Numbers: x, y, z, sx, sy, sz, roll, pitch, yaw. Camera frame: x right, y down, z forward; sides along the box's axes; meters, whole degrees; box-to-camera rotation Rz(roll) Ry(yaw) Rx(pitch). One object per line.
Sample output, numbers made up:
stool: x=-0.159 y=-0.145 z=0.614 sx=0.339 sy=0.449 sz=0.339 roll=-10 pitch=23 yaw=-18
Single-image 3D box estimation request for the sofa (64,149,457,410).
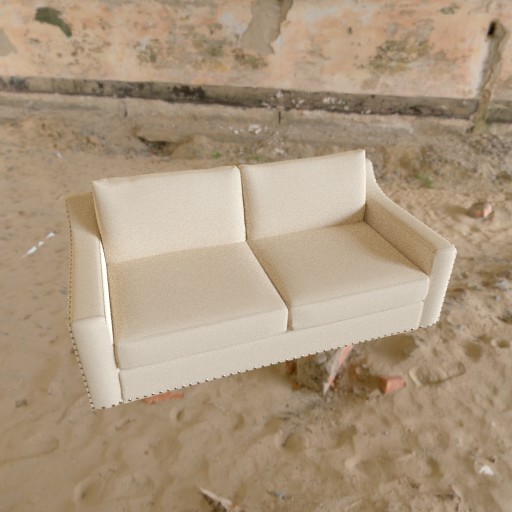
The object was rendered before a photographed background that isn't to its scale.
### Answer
sofa: x=0.000 y=0.000 z=2.341 sx=1.812 sy=0.830 sz=0.949 roll=-10 pitch=33 yaw=-16
